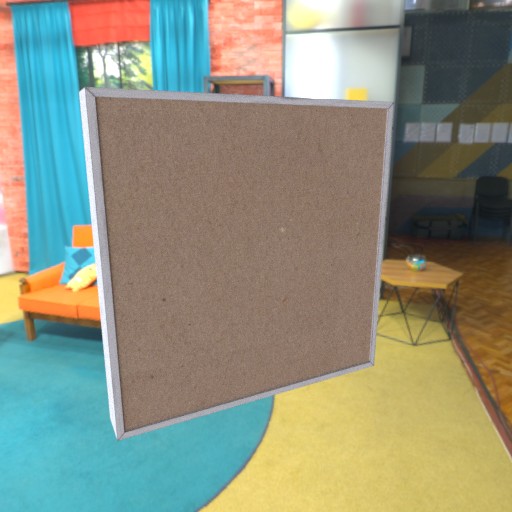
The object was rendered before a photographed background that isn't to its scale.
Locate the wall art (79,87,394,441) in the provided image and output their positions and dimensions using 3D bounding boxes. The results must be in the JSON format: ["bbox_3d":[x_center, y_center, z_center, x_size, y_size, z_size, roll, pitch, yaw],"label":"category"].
[{"bbox_3d":[0.000,0.000,0.451,0.305,0.305,0.038,-7,16,-26],"label":"wall art"}]
